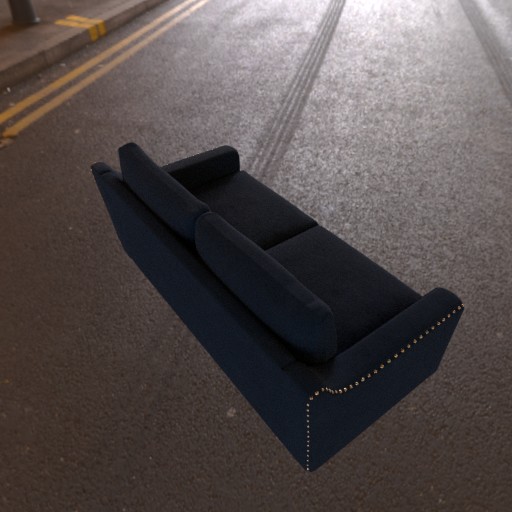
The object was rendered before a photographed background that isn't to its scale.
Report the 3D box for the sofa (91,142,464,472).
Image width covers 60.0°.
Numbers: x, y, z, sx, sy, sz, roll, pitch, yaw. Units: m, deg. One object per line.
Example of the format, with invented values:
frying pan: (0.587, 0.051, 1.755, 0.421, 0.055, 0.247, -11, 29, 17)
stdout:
sofa: (0.000, 0.000, 2.678, 1.104, 0.983, 2.107, -26, 47, -27)
